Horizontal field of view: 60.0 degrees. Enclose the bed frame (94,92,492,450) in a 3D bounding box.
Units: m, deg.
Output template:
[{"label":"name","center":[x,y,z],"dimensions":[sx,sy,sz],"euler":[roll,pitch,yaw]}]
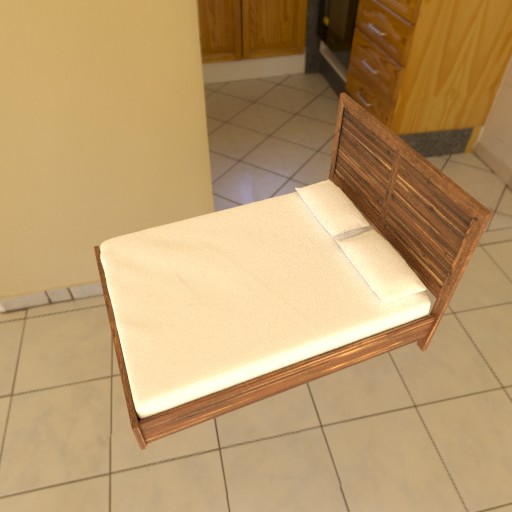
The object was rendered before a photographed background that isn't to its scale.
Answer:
[{"label":"bed frame","center":[0.000,0.000,3.318],"dimensions":[2.276,1.417,1.696],"euler":[-16,47,-15]}]
